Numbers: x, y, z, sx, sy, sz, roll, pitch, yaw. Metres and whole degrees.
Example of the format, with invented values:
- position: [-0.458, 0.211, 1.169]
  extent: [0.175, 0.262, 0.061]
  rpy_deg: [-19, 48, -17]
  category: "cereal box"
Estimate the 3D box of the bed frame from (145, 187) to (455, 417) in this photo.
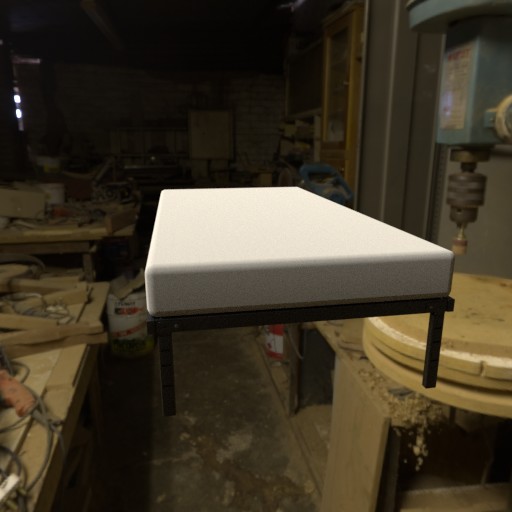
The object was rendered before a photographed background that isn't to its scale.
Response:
- position: [0.000, 0.000, 3.184]
  extent: [1.393, 0.680, 2.635]
  rpy_deg: [-3, 15, -10]
  category: "bed frame"
